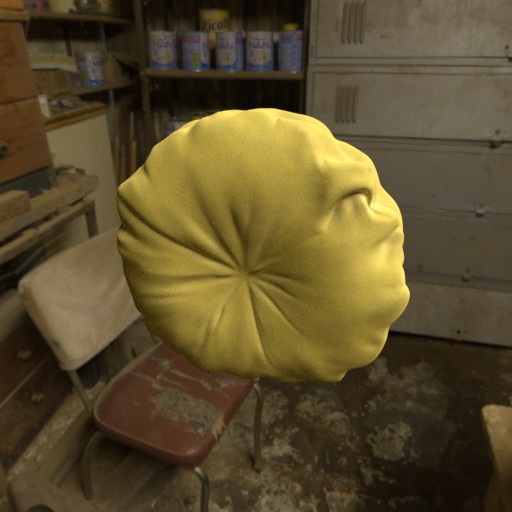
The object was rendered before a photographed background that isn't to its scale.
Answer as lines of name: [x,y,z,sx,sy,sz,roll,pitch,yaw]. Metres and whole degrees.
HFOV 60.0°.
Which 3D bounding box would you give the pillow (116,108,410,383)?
pillow: [0.000,0.000,0.642,0.428,0.407,0.148,7,26,14]
